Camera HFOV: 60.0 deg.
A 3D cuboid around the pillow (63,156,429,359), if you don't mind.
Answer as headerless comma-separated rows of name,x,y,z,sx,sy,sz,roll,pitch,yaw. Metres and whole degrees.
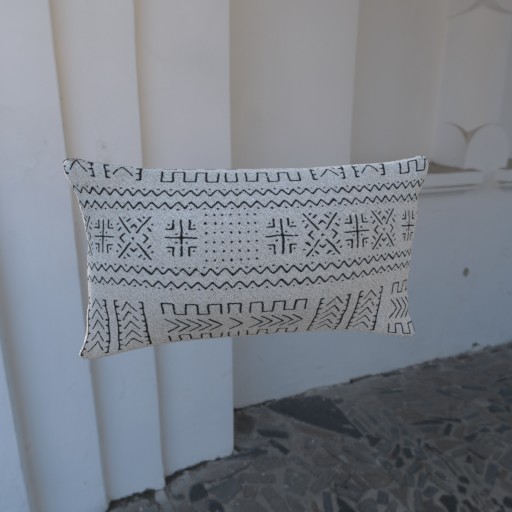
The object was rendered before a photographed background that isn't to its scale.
pillow,0.000,0.000,0.804,0.637,0.352,0.188,-2,15,-9
